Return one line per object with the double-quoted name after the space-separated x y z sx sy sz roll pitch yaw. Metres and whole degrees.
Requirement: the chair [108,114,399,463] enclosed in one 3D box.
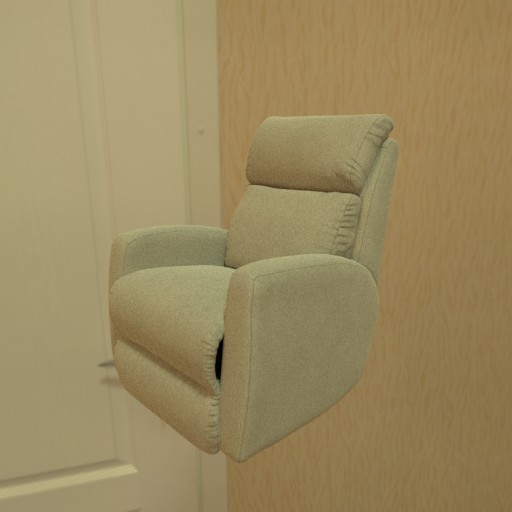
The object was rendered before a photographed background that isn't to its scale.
0.000 0.000 1.657 0.940 1.021 0.794 -15 22 -42 "chair"
